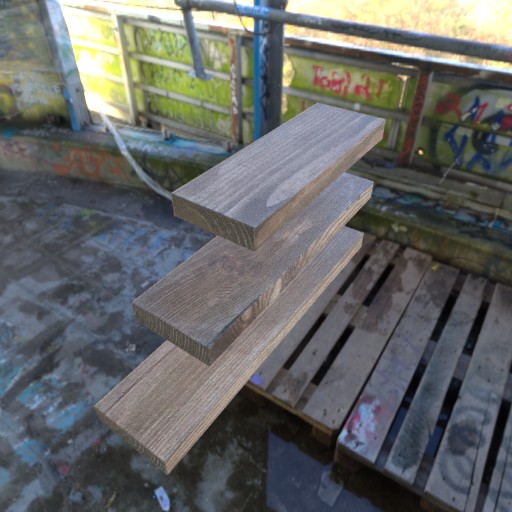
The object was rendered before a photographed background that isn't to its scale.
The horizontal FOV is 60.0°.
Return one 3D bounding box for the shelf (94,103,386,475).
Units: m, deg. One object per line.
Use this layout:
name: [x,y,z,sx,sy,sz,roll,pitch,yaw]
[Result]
shelf: [0.000,0.000,0.729,0.140,0.293,0.610,24,45,26]
